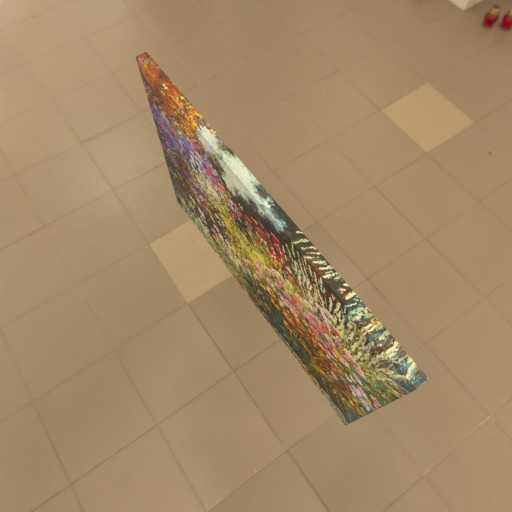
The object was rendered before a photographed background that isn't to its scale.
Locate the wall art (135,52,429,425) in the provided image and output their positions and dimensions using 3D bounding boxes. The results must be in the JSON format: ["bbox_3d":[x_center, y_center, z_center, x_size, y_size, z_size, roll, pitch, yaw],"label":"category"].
[{"bbox_3d":[0.000,0.000,1.415,0.042,0.760,1.136,-33,68,-15],"label":"wall art"}]
